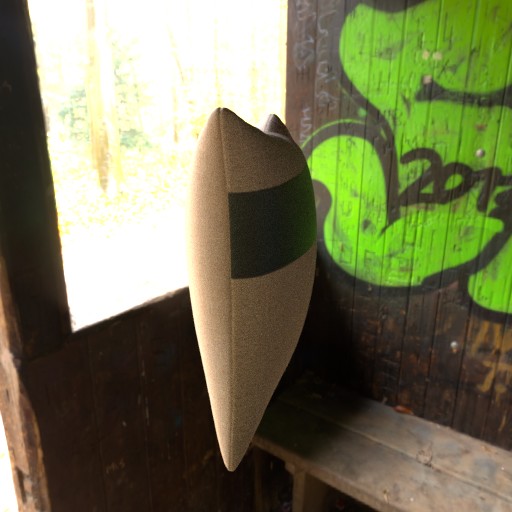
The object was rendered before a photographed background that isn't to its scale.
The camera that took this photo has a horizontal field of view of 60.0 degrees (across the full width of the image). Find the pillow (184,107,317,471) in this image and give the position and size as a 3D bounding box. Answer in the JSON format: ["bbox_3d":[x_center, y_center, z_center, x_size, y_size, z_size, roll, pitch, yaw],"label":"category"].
[{"bbox_3d":[0.000,0.000,0.641,0.173,0.399,0.414,2,17,8],"label":"pillow"}]
